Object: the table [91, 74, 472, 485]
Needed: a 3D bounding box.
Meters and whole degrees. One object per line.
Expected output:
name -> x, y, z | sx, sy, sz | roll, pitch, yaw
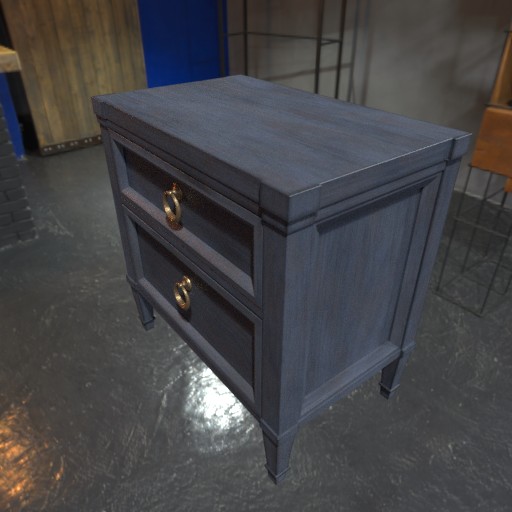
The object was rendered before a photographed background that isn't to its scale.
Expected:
table -> 0.000, 0.000, 1.037 | 0.413, 0.660, 0.660 | -23, 39, -31
